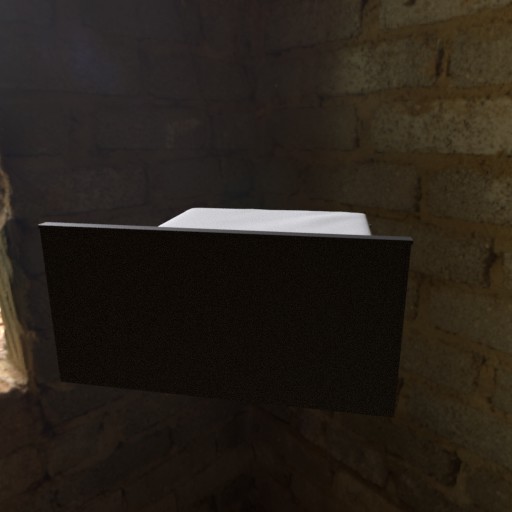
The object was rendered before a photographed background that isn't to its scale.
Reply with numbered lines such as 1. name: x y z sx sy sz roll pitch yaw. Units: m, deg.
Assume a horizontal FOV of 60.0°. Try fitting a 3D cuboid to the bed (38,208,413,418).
1. bed: 0.000 0.000 2.980 1.634 0.808 2.103 3 16 10
